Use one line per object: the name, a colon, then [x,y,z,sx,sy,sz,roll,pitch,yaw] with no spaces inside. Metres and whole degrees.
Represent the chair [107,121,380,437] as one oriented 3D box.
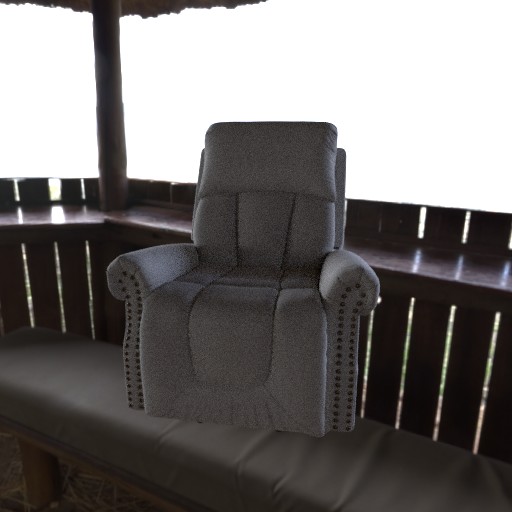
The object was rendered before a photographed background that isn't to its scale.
chair: [0.000,0.000,1.727,0.871,1.031,0.979,3,15,9]
